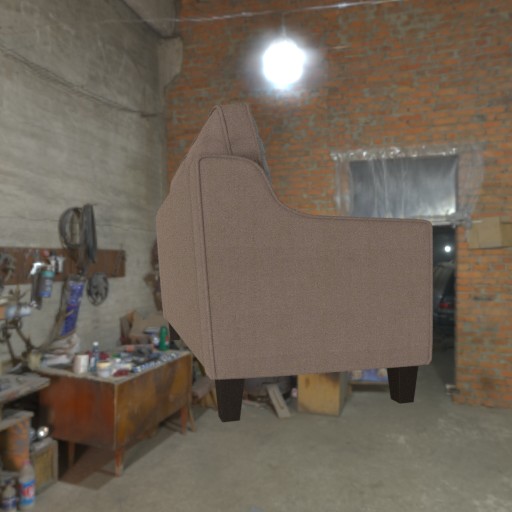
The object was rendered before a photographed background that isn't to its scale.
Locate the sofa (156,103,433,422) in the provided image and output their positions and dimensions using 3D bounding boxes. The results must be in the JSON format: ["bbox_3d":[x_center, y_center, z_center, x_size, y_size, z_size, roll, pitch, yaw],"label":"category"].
[{"bbox_3d":[0.000,0.000,2.002,0.791,0.948,1.500,0,-1,-17],"label":"sofa"}]
